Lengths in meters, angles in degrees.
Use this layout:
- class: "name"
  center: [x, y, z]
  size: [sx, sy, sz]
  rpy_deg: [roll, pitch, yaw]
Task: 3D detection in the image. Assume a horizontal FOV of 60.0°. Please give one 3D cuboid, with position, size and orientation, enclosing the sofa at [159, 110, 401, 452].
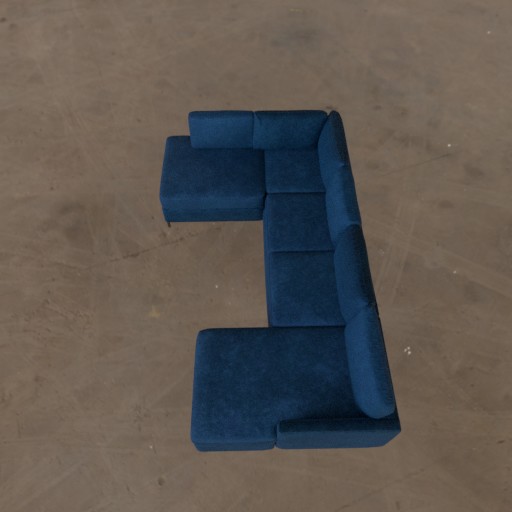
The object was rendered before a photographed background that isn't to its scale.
- class: "sofa"
  center: [0.000, 0.000, 4.329]
  size: [2.055, 0.992, 3.434]
  rpy_deg: [-1, 56, -1]
